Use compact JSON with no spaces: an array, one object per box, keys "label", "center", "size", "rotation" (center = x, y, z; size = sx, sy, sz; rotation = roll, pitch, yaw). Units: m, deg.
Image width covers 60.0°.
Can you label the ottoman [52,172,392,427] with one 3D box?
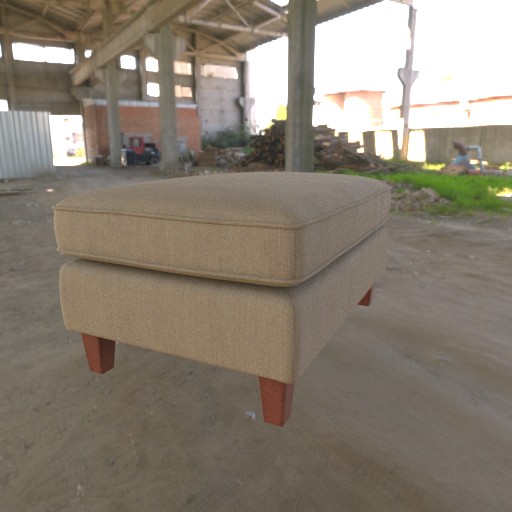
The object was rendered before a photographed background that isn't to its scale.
[{"label":"ottoman","center":[0.000,0.000,1.324],"size":[0.636,0.480,0.941],"rotation":[7,15,25]}]
